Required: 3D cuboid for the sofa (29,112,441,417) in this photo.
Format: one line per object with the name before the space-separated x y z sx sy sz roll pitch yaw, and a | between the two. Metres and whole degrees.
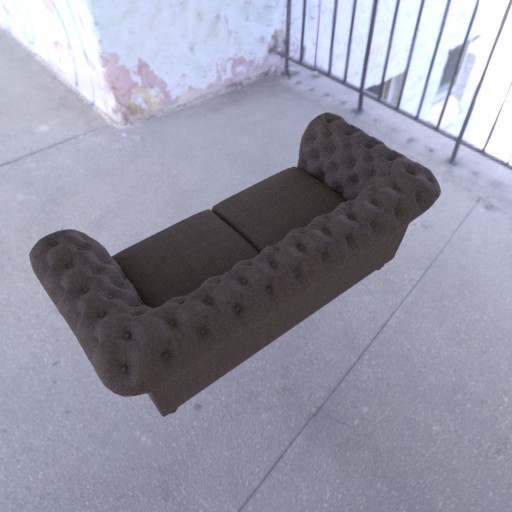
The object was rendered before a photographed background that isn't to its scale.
sofa | 0.000 0.000 2.487 2.048 0.780 0.944 -30 54 -25
